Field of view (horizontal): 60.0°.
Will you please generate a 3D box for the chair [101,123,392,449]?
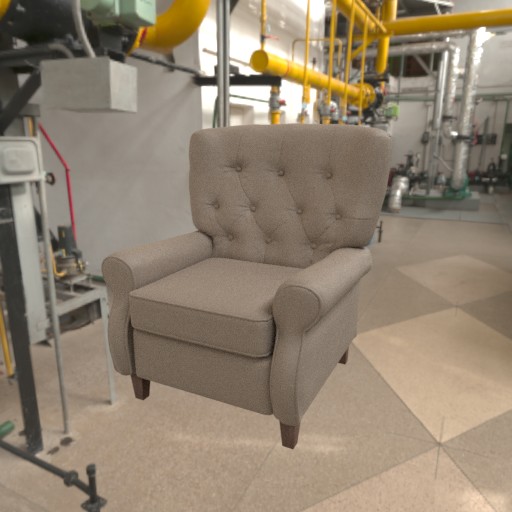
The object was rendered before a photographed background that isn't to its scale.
[{"bbox_3d":[0.000,0.000,1.951,0.999,1.138,1.041,7,17,26],"label":"chair"}]
